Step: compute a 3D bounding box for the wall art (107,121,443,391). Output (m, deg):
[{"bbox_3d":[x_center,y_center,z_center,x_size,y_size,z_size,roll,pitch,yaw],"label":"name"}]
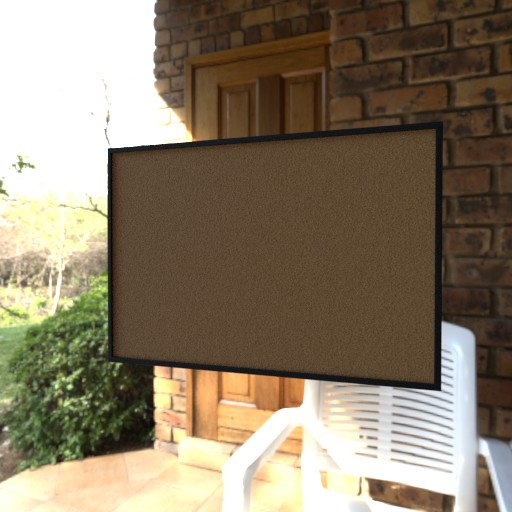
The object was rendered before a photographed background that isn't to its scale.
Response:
[{"bbox_3d":[0.000,0.000,1.240,0.963,0.665,0.013,0,1,17],"label":"wall art"}]
